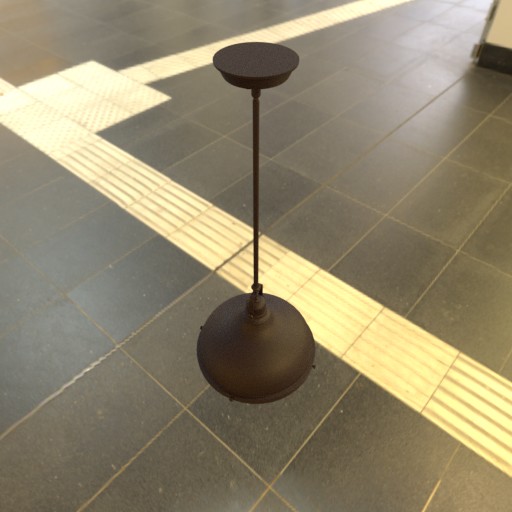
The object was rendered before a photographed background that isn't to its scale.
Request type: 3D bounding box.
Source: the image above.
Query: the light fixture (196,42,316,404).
[{"bbox_3d":[0.000,0.000,0.968,0.341,0.849,0.341,16,48,15],"label":"light fixture"}]
